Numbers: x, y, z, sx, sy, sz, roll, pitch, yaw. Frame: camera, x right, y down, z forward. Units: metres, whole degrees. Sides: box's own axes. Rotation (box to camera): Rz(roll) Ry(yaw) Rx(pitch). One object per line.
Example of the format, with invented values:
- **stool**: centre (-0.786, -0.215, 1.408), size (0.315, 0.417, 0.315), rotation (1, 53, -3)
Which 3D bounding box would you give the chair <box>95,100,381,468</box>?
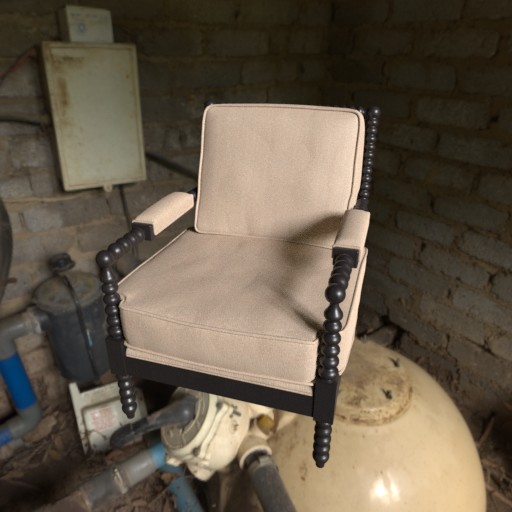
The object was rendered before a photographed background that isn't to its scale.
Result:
- **chair**: centre (0.000, 0.000, 1.161), size (0.555, 0.703, 0.657), rotation (8, 27, 16)
